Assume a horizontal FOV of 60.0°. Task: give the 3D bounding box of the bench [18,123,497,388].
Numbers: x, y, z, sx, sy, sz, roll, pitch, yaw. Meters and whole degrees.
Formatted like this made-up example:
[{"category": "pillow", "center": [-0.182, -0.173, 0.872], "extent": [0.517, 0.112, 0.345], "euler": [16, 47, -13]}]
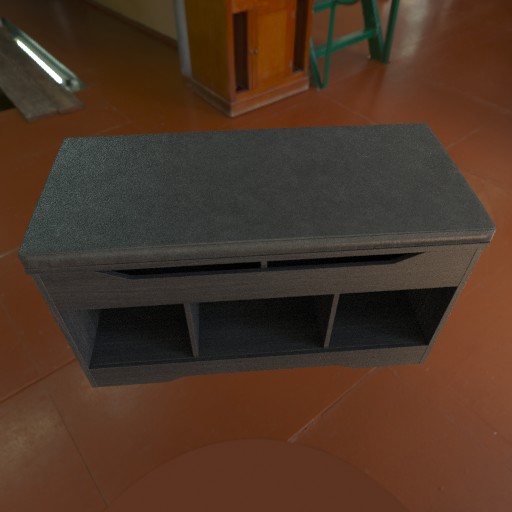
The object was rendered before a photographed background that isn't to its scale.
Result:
[{"category": "bench", "center": [0.000, 0.000, 1.138], "extent": [0.905, 0.501, 0.401], "euler": [-3, 46, -3]}]
